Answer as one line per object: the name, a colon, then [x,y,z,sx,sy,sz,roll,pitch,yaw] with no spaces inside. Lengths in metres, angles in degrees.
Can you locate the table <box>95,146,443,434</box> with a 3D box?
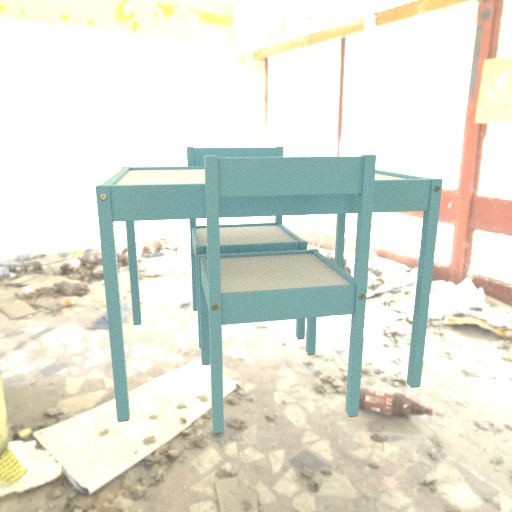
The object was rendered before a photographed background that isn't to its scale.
table: [0.000,0.000,1.076,0.639,0.503,0.633,-3,15,-11]
